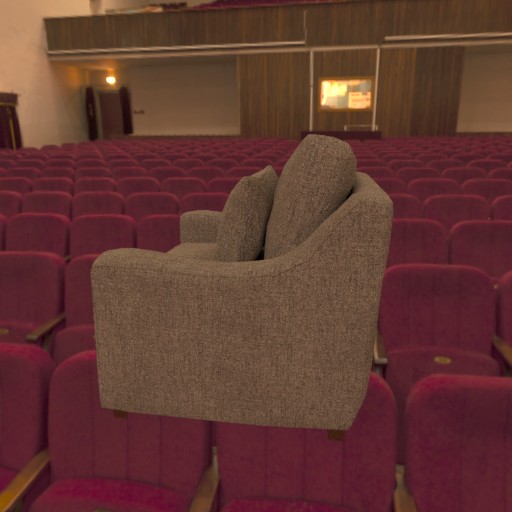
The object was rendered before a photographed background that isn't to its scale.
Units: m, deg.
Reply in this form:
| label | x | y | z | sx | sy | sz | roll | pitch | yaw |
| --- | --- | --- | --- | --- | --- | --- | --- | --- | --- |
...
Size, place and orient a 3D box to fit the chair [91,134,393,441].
| label | x | y | z | sx | sy | sz | roll | pitch | yaw |
| --- | --- | --- | --- | --- | --- | --- | --- | --- | --- |
| chair | 0.000 | 0.000 | 1.977 | 1.009 | 1.037 | 1.138 | 2 | 15 | 9 |
